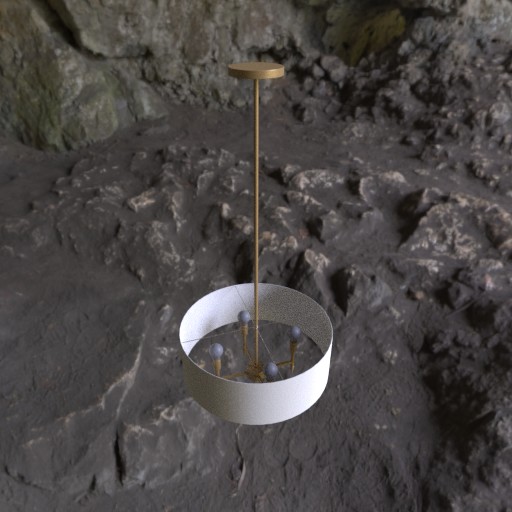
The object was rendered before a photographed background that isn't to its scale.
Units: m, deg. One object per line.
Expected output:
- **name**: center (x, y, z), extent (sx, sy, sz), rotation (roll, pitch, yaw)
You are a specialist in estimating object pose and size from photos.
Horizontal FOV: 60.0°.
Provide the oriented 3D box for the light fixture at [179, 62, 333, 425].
- **light fixture**: center (0.000, 0.000, 1.342), extent (0.508, 1.067, 0.508), rotation (0, 31, 0)
